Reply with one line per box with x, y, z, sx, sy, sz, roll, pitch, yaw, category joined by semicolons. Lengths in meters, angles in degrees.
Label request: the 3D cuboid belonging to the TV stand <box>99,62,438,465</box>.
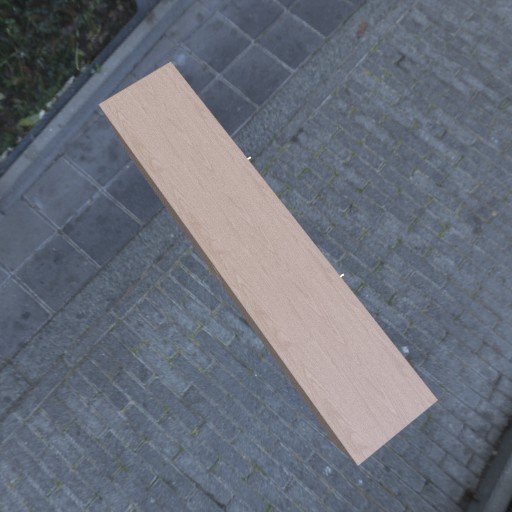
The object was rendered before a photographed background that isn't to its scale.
0.000;0.000;2.031;0.400;0.580;1.760;-35;78;-9;TV stand
